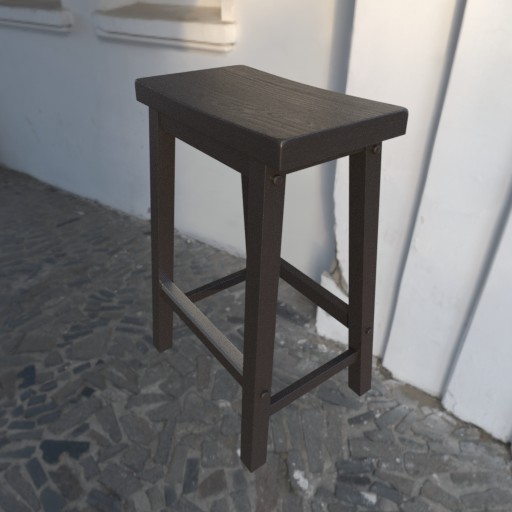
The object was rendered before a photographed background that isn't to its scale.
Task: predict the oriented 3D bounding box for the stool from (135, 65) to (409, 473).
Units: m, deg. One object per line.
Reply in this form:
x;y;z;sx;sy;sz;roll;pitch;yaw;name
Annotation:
0.000;0.000;0.855;0.322;0.610;0.406;-22;39;-30;stool
